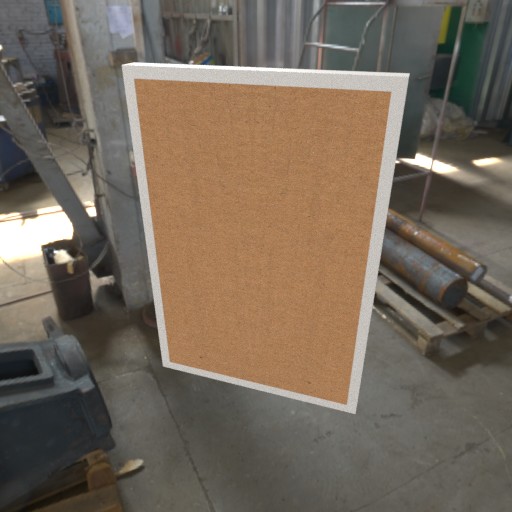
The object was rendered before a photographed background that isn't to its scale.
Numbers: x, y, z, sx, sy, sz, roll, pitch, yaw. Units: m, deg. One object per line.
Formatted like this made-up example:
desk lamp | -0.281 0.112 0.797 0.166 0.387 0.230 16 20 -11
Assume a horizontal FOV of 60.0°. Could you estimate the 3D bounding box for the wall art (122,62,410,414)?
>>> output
wall art | 0.000 0.000 0.547 0.293 0.428 0.025 9 31 16
